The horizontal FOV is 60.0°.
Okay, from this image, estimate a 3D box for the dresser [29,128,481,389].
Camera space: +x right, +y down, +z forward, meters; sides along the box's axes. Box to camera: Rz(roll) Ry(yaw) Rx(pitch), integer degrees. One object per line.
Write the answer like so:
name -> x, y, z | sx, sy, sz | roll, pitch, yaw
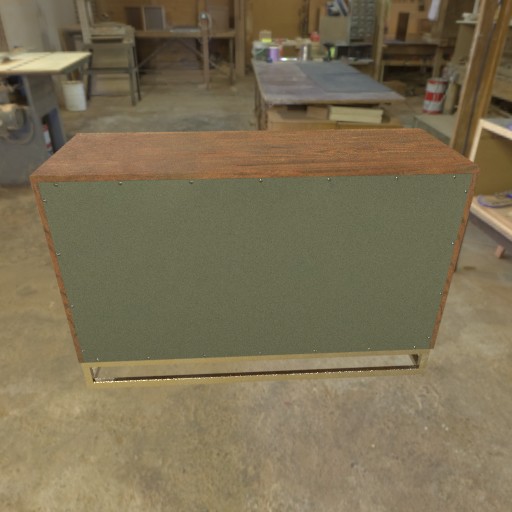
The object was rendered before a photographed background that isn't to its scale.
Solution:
dresser -> 0.000, 0.000, 2.142 | 1.646, 1.061, 0.623 | -2, 30, -3
